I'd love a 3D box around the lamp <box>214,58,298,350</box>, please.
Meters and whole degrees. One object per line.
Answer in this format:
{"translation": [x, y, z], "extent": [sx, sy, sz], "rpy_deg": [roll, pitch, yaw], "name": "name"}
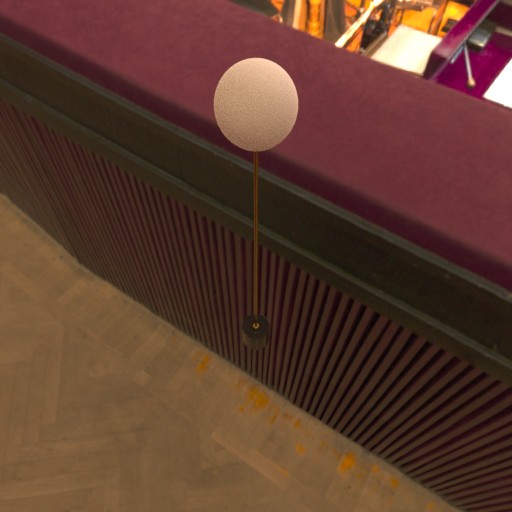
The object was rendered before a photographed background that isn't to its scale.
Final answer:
{"translation": [0.000, 0.000, 1.837], "extent": [0.229, 1.748, 0.229], "rpy_deg": [30, 62, 18], "name": "lamp"}
